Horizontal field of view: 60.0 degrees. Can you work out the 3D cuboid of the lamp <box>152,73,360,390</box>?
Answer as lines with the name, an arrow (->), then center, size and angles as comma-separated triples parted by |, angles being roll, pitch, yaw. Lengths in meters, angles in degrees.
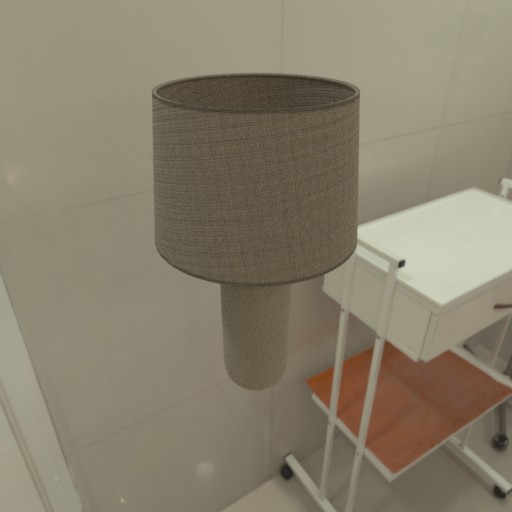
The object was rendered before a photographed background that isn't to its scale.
lamp -> 0.000, 0.000, 0.845 | 0.367, 0.609, 0.367 | 0, 30, 0
